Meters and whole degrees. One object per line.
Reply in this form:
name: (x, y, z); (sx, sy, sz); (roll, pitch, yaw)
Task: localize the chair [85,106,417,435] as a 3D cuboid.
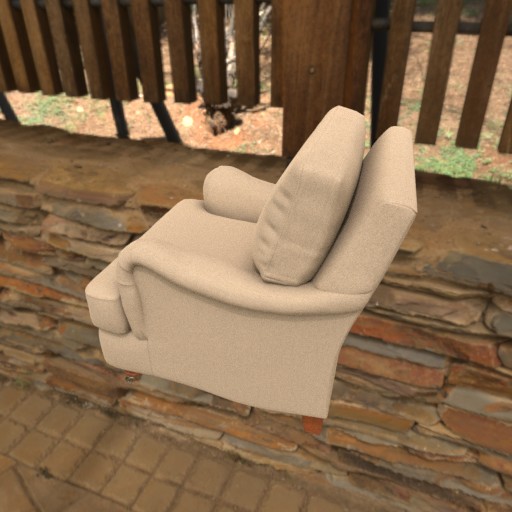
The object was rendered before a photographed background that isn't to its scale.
chair: (0.000, 0.000, 1.796); (1.078, 1.076, 0.895); (8, 31, 14)
